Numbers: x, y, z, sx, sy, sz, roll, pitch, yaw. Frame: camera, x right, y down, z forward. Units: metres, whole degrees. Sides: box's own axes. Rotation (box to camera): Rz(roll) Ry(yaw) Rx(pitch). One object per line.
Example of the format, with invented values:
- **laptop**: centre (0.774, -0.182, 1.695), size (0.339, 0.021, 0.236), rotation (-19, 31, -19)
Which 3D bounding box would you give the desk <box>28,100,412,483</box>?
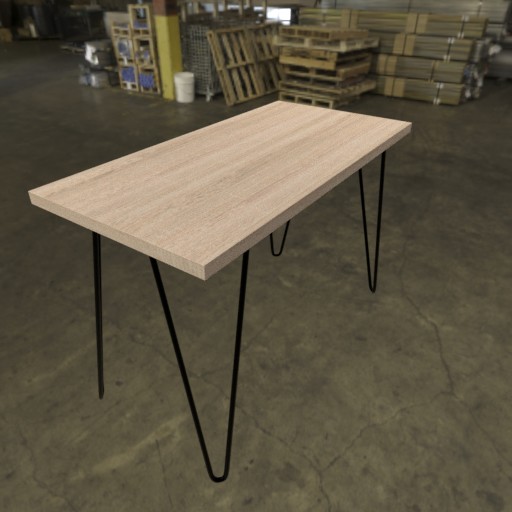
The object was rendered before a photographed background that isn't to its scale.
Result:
- **desk**: centre (0.000, 0.000, 1.349), size (0.499, 0.660, 0.991), rotation (21, 38, 29)
